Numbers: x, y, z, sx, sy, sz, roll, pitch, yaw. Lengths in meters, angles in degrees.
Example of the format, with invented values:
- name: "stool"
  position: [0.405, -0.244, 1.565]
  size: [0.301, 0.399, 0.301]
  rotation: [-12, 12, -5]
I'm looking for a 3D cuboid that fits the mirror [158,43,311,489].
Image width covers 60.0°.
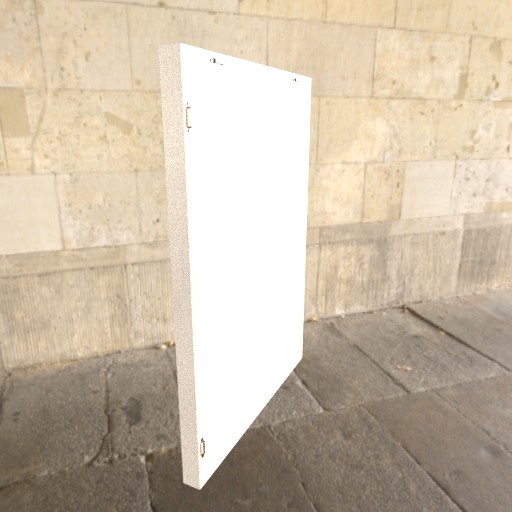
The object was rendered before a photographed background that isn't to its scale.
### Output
- name: "mirror"
  position: [0.000, 0.000, 0.895]
  size: [0.040, 0.710, 0.507]
  rotation: [8, 18, 25]
